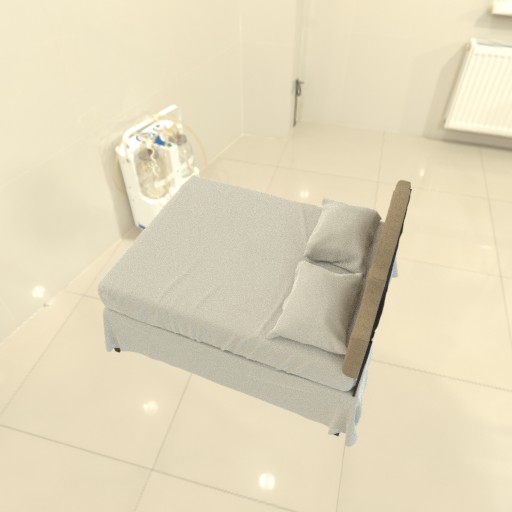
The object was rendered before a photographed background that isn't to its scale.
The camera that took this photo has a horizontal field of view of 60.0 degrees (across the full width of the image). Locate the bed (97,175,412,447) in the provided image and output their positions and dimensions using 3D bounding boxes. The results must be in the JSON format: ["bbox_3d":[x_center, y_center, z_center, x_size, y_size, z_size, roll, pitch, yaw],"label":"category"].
[{"bbox_3d":[0.000,0.000,3.480,2.222,1.634,1.780,16,48,15],"label":"bed"}]
